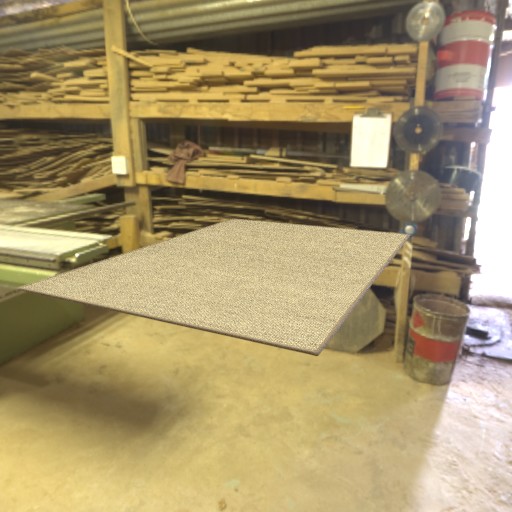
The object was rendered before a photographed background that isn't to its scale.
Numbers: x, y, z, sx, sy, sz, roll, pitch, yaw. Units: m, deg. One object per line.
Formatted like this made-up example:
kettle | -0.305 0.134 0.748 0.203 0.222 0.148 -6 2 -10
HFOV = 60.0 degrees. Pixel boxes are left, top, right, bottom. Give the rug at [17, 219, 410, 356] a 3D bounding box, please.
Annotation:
rug | 0.000 0.000 2.706 1.517 0.013 2.115 7 17 26
